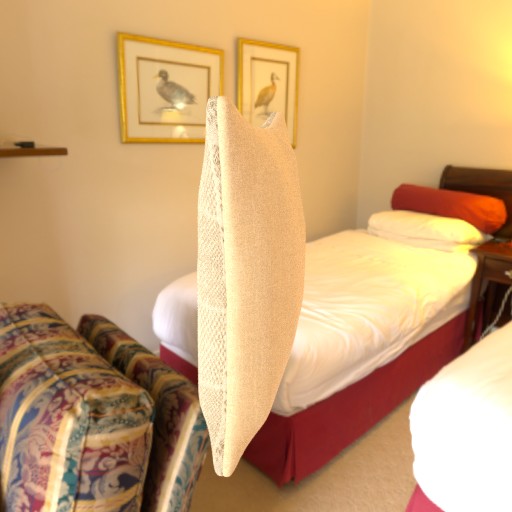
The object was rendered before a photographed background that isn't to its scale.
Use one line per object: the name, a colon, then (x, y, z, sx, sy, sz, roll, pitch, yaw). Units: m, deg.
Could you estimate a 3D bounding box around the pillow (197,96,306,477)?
pillow: (0.000, 0.000, 0.673, 0.138, 0.432, 0.436, 3, 16, 10)
